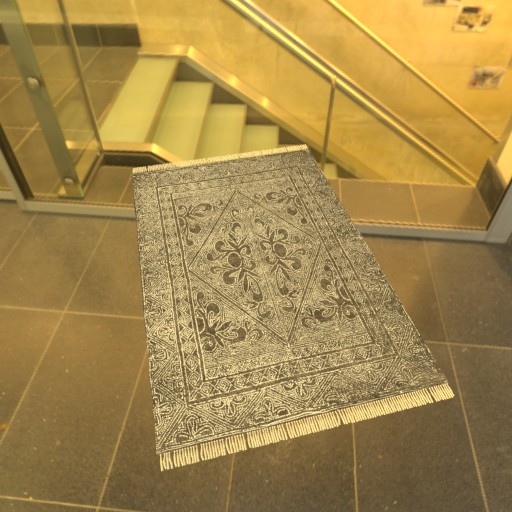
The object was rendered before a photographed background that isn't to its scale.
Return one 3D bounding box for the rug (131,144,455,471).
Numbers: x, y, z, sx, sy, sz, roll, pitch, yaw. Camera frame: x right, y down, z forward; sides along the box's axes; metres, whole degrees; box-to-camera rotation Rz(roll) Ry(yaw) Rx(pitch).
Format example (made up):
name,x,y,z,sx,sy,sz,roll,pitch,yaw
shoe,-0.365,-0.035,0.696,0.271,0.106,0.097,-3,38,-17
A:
name,x,y,z,sx,sy,sz,roll,pitch,yaw
rug,0.000,0.000,2.969,1.529,0.010,2.440,-10,47,-10
